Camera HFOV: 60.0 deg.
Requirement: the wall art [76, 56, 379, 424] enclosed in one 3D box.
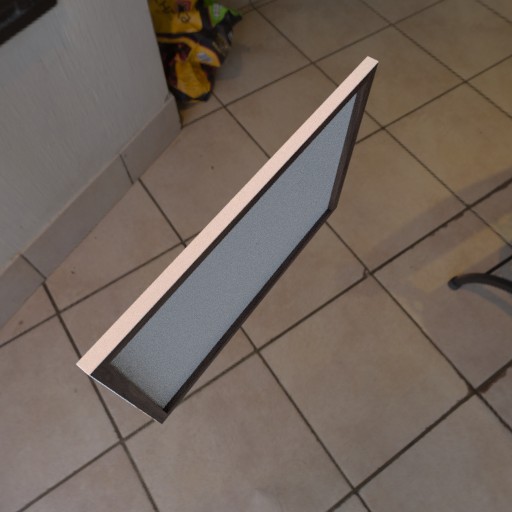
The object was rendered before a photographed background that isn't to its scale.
[{"bbox_3d":[0.000,0.000,1.902,0.051,1.016,1.520,34,67,16],"label":"wall art"}]
